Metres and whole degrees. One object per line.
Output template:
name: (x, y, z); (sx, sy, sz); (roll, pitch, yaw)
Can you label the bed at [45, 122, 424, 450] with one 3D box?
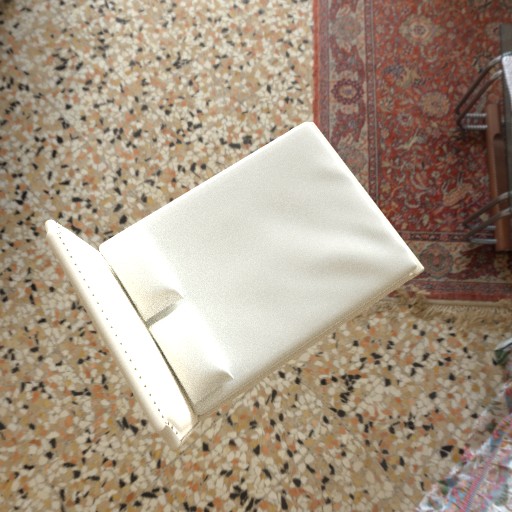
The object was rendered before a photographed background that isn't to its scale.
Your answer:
bed: (0.000, 0.000, 3.533); (2.365, 1.443, 1.712); (-32, 79, -7)
